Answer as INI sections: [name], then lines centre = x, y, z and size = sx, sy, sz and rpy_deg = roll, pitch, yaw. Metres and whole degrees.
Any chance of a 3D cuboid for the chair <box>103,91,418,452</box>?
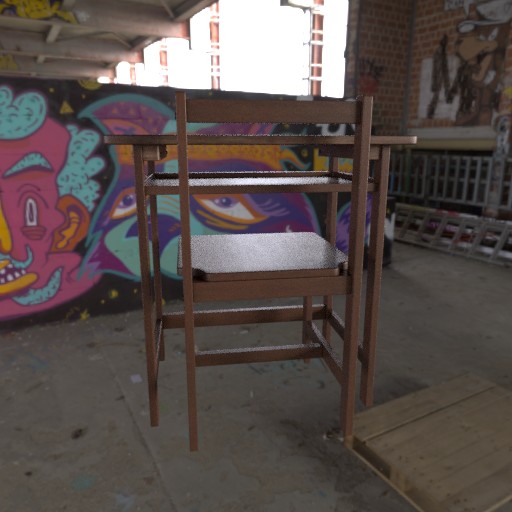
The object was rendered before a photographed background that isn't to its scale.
[chair]
centre = 0.000, 0.000, 1.039
size = 0.599, 0.673, 0.463
rpy_deg = -2, 14, -9
